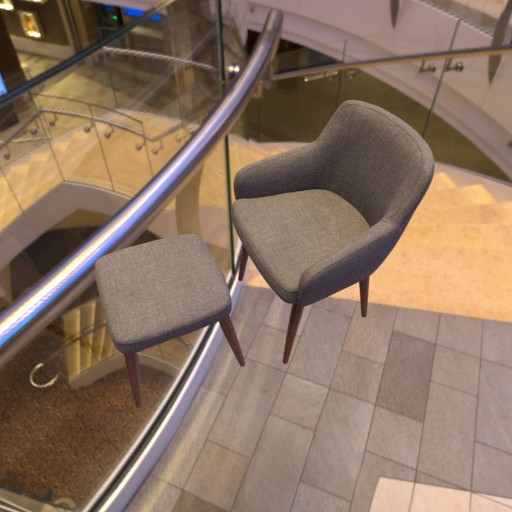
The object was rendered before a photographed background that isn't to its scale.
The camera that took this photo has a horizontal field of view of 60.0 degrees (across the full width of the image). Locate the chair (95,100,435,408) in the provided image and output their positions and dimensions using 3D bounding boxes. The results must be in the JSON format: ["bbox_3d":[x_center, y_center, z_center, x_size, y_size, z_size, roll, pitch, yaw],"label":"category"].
[{"bbox_3d":[0.000,0.000,1.585,1.107,0.799,0.584,-18,50,-16],"label":"chair"}]
